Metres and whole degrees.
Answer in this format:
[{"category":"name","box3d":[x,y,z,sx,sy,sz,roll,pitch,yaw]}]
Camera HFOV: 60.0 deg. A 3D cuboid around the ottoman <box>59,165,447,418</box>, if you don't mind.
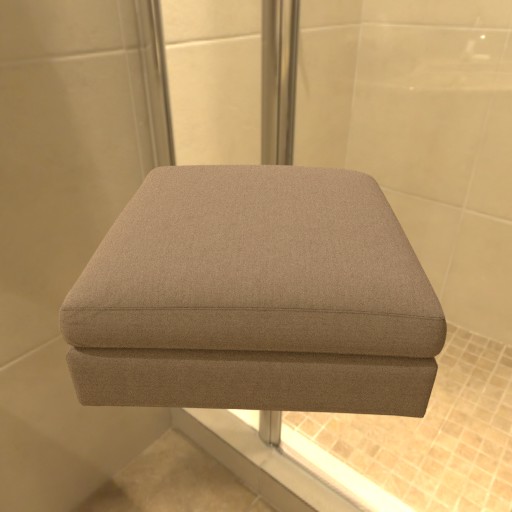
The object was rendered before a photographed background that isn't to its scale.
[{"category":"ottoman","box3d":[0.000,0.000,1.621,1.041,0.470,1.041,1,31,2]}]
